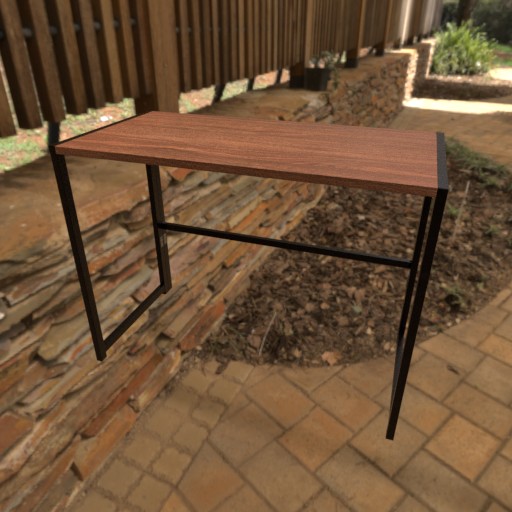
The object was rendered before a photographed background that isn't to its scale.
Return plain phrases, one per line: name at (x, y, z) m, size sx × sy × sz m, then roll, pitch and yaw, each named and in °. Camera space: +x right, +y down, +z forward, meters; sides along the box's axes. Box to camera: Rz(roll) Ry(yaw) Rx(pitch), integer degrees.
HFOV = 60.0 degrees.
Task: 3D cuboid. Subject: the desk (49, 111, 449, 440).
desk at (0.000, 0.000, 1.443) m, size 1.016 × 0.762 × 0.508 m, roll 10°, pitch 30°, yaw 17°
